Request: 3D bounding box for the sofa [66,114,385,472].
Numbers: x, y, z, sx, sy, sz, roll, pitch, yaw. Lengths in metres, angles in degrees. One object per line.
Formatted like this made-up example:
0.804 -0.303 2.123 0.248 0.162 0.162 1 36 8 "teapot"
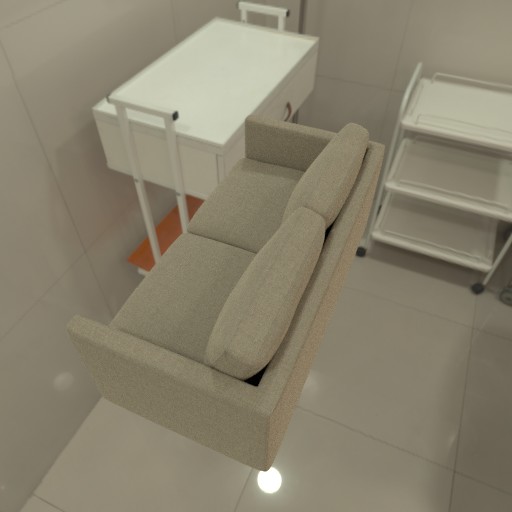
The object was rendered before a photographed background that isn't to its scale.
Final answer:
0.000 0.000 2.462 0.951 0.947 1.884 18 50 16 "sofa"
